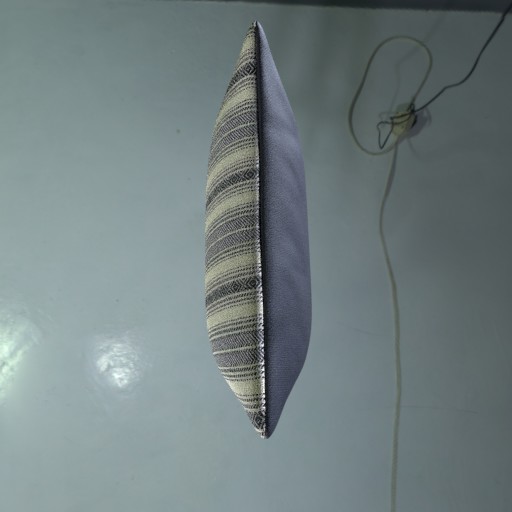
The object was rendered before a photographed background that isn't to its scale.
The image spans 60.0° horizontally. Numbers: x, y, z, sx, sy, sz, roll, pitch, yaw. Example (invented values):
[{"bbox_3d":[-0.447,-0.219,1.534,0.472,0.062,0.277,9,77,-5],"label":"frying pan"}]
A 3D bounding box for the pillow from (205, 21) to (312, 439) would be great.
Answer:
[{"bbox_3d":[0.000,0.000,0.766,0.166,0.508,0.520,-1,76,0],"label":"pillow"}]
